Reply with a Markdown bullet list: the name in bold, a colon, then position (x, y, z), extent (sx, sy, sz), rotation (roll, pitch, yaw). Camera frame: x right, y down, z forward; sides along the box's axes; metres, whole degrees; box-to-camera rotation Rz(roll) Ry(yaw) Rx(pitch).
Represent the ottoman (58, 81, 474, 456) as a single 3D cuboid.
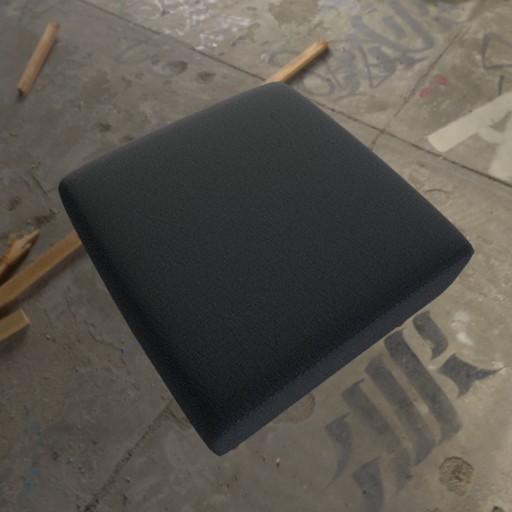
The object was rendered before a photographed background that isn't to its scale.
- **ottoman**: position (0.000, 0.000, 1.041), extent (0.649, 0.398, 0.650), rotation (-31, 62, -18)
